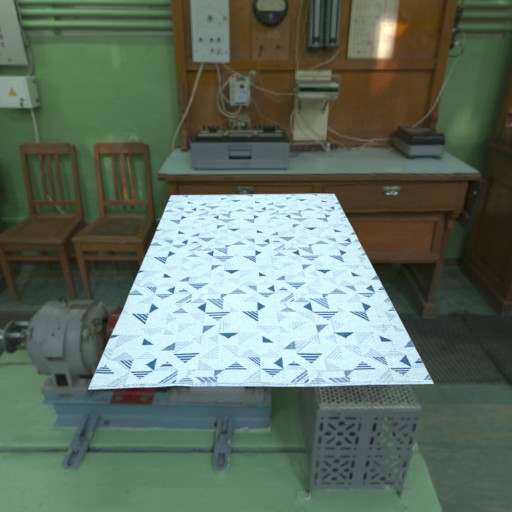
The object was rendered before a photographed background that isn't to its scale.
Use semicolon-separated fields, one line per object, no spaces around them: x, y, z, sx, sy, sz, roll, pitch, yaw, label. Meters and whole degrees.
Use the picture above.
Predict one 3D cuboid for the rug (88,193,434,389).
0.000;0.000;3.019;1.512;0.009;2.457;-1;28;-1;rug
